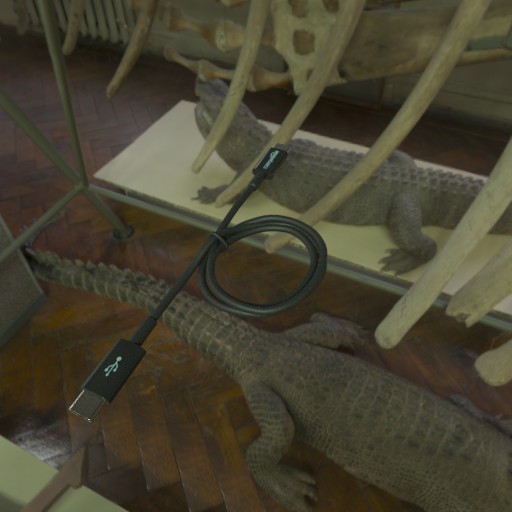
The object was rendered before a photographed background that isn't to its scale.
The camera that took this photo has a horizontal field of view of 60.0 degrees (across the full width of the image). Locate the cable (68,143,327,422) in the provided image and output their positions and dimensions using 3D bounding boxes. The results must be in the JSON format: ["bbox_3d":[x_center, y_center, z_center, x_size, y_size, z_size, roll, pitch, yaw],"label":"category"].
[{"bbox_3d":[0.000,0.000,0.223,0.070,0.014,0.203,19,50,16],"label":"cable"}]
